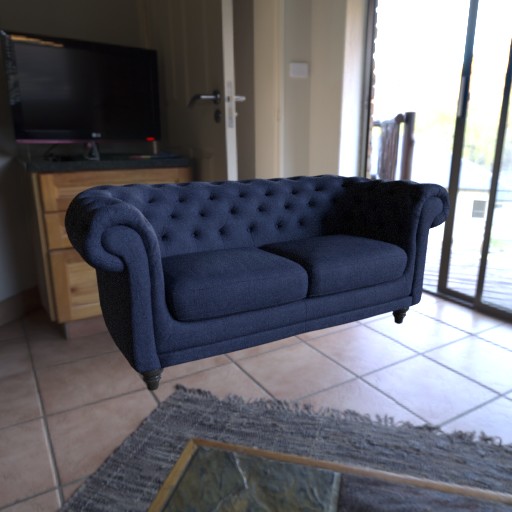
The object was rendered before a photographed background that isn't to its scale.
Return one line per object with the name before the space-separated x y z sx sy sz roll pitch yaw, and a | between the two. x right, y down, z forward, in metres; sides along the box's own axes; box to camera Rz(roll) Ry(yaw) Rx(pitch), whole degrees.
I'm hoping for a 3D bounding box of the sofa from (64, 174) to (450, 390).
sofa | 0.000 0.000 2.538 1.988 0.833 1.082 -8 17 -28
